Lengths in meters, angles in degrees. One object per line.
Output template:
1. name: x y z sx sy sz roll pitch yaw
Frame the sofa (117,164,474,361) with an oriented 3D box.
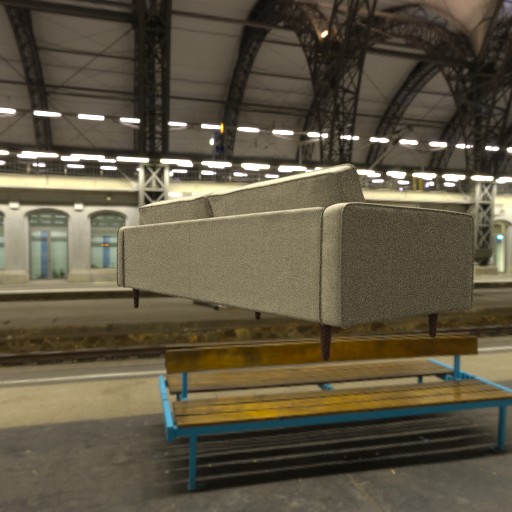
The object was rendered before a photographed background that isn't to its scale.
1. sofa: 0.000 0.000 2.645 0.914 0.762 2.211 -1 1 -37
